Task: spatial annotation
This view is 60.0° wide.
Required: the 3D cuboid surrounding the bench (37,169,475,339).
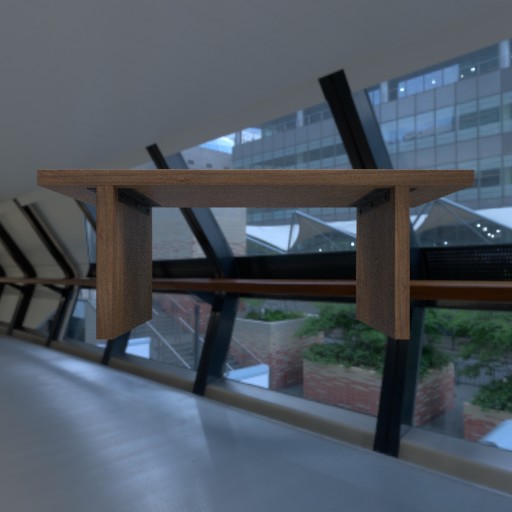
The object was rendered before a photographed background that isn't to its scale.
[{"bbox_3d":[0.000,0.000,1.423,1.183,0.458,0.458,0,-1,0],"label":"bench"}]
